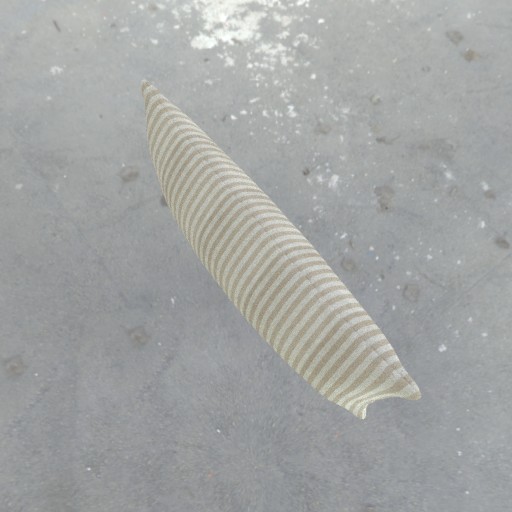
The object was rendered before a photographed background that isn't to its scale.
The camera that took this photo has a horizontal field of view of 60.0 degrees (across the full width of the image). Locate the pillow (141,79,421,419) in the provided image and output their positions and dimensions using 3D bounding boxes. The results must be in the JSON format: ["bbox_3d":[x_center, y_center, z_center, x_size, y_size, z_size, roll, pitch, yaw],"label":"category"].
[{"bbox_3d":[0.000,0.000,0.737,0.151,0.295,0.617,-34,69,-15],"label":"pillow"}]
